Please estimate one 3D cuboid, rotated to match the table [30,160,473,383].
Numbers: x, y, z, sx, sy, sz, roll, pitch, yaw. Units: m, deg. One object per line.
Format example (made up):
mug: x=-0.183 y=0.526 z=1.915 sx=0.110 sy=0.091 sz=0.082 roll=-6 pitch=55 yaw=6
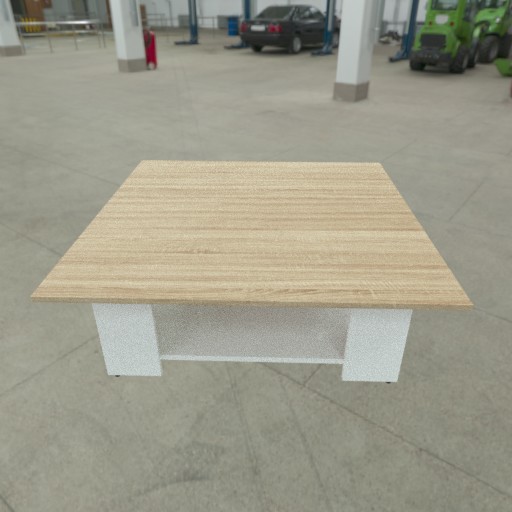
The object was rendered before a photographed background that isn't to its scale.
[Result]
table: x=0.000 y=0.000 z=1.349 sx=0.890 sy=0.305 sz=0.890 roll=1 pitch=30 yaw=2
